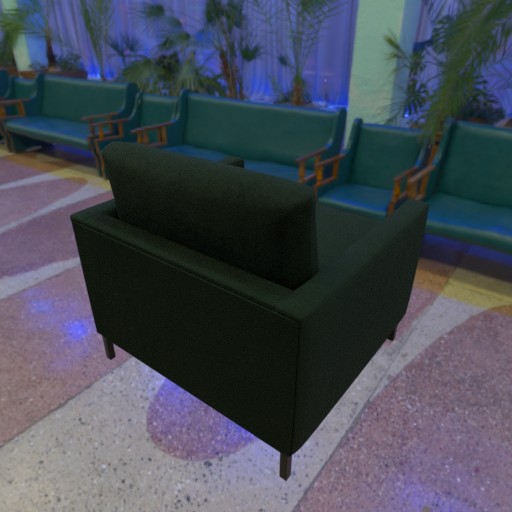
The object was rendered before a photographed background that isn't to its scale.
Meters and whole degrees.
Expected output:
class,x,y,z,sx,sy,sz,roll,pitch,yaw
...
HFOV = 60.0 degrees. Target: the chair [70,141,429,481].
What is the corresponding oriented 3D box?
class,x,y,z,sx,sy,sz,roll,pitch,yaw
chair,0.000,0.000,1.629,0.963,0.861,0.866,21,36,32
